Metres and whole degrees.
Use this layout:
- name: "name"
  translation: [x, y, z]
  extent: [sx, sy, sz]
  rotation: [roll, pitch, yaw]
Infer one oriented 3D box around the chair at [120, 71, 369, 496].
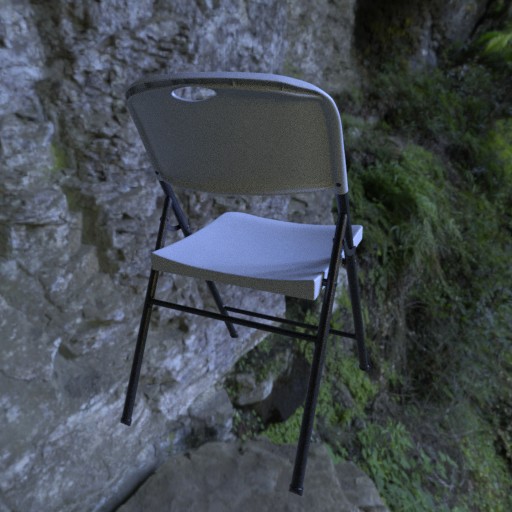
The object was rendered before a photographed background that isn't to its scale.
- name: "chair"
  translation: [0.000, 0.000, 1.115]
  extent: [0.494, 0.810, 0.566]
  rotation: [9, 19, 27]
